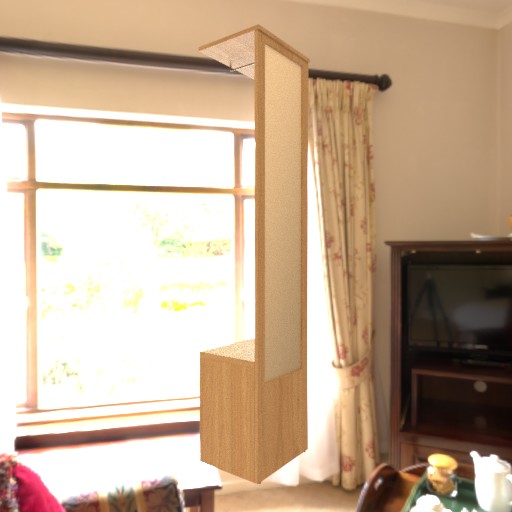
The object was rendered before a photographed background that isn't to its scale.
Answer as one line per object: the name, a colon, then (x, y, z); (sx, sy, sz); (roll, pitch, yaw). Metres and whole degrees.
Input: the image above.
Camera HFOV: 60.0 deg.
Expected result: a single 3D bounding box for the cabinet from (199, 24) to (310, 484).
cabinet: (0.000, 0.000, 2.065); (0.338, 1.879, 0.411); (0, 1, 37)
